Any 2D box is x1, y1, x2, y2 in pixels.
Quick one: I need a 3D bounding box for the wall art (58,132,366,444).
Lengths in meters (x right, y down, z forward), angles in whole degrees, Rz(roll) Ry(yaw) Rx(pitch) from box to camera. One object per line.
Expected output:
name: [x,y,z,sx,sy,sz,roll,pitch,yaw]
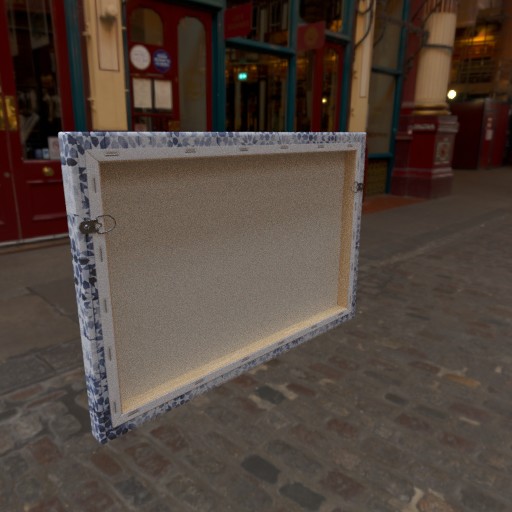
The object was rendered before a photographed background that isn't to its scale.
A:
wall art: [0.000,0.000,0.756,0.608,0.406,0.030,-15,21,-43]
